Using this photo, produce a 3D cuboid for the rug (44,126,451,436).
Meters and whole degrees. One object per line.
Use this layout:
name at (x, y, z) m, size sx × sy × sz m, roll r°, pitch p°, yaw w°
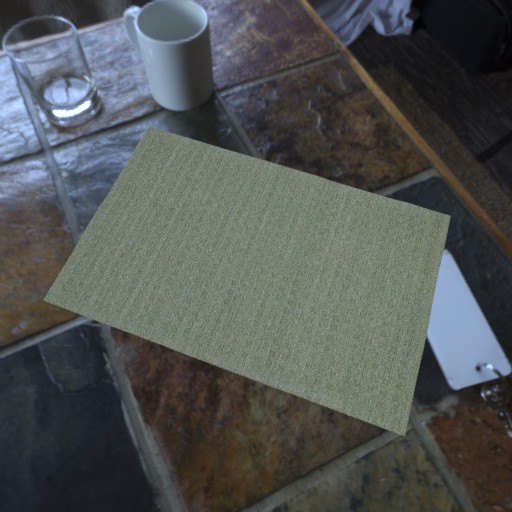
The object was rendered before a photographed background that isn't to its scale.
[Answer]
rug at (0.000, 0.000, 2.211) m, size 1.747 × 0.006 × 1.143 m, roll 18°, pitch 65°, yaw 9°
